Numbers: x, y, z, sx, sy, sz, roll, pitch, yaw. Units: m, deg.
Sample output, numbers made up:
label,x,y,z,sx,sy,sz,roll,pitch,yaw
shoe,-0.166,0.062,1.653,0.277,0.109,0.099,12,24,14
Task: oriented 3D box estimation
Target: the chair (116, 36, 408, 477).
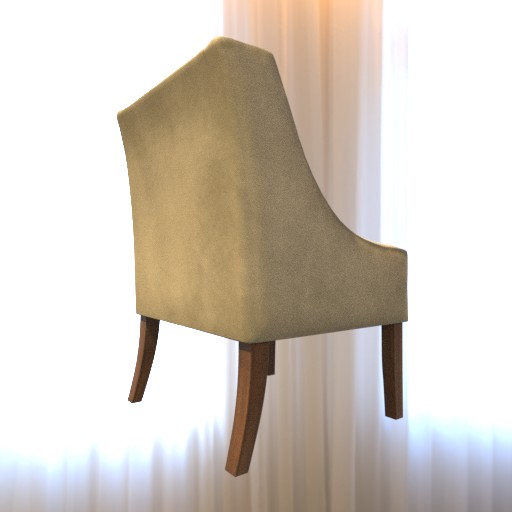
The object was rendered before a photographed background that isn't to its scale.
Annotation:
label,x,y,z,sx,sy,sz,roll,pitch,yaw
chair,0.000,0.000,1.297,0.629,0.895,0.629,0,0,-37
